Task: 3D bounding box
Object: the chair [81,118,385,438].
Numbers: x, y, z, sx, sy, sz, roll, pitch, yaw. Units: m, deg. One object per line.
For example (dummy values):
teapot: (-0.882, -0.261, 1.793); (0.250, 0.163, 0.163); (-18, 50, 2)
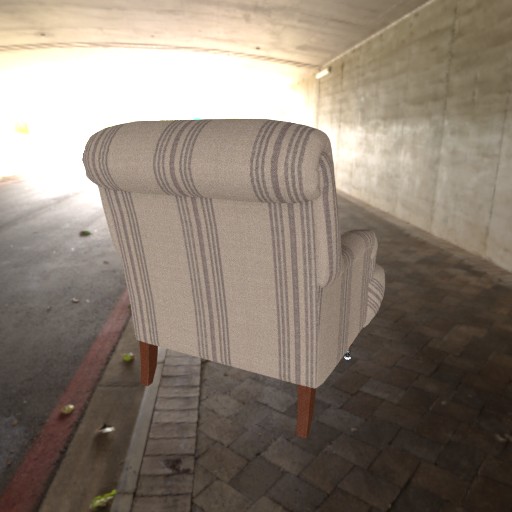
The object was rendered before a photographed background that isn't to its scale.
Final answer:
chair: (0.000, 0.000, 1.617); (0.813, 0.940, 0.914); (8, 18, 26)
